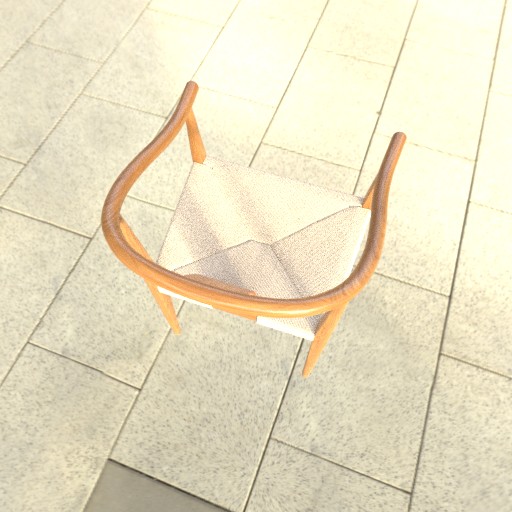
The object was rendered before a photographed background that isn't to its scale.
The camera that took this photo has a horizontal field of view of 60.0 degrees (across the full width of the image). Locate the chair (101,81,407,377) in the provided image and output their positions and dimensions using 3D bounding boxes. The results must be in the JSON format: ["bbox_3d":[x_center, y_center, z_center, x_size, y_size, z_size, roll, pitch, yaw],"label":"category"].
[{"bbox_3d":[0.000,0.000,1.188,0.556,0.800,0.579,17,65,8],"label":"chair"}]
